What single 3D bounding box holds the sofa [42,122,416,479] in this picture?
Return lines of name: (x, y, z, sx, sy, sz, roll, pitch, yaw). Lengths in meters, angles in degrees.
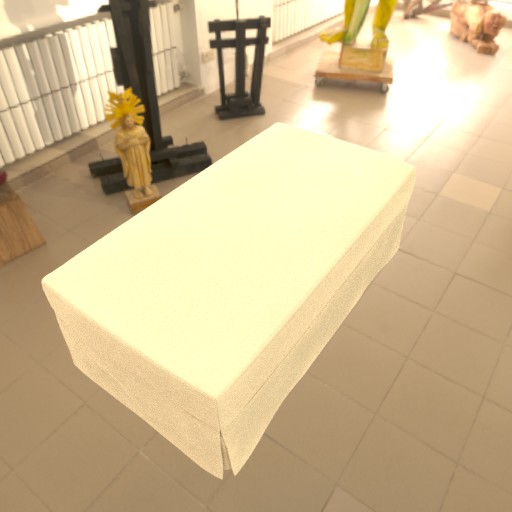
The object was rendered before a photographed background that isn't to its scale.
sofa: (0.000, 0.000, 2.127, 0.939, 0.552, 1.677, 26, 49, 25)
